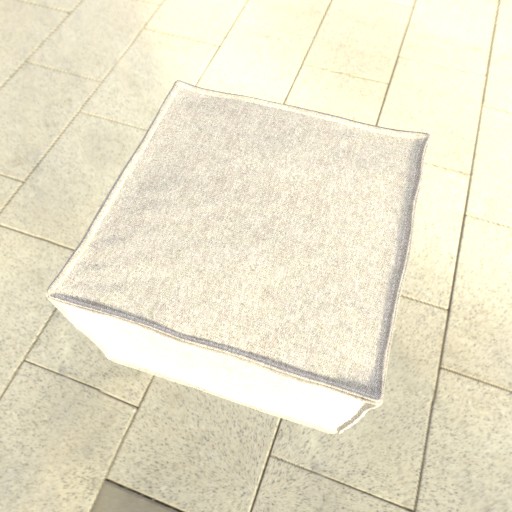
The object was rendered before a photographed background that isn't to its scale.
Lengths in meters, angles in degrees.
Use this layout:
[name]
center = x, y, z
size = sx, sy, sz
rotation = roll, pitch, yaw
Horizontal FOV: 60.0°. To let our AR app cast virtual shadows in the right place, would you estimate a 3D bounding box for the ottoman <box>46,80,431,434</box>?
[ottoman]
center = 0.000, 0.000, 1.155
size = 0.707, 0.470, 0.696
rotation = 16, 63, 8
